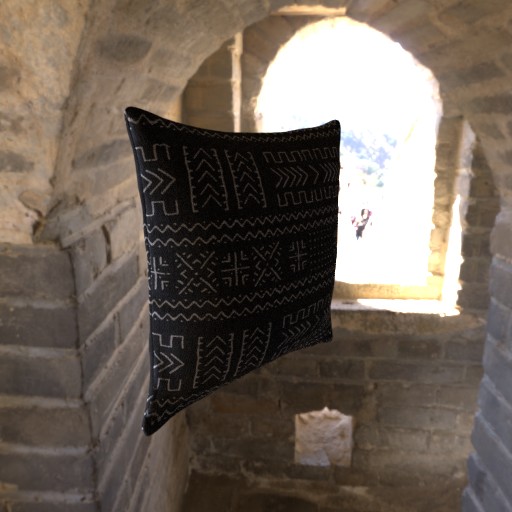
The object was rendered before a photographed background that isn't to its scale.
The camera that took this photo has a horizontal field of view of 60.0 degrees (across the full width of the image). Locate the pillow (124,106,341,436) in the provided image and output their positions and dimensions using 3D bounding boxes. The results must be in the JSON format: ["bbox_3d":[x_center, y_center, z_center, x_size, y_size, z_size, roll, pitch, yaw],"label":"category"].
[{"bbox_3d":[0.000,0.000,0.696,0.164,0.430,0.438,13,19,42],"label":"pillow"}]
